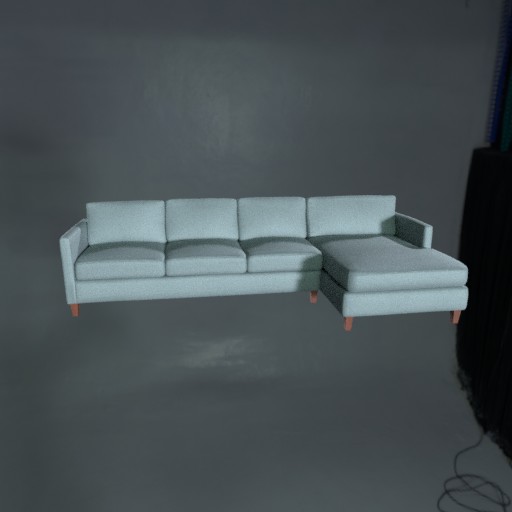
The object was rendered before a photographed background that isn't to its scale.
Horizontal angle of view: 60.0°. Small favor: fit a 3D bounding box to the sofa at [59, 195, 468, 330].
[{"bbox_3d":[0.000,0.000,4.205,3.471,0.950,1.604,-2,16,-8],"label":"sofa"}]
